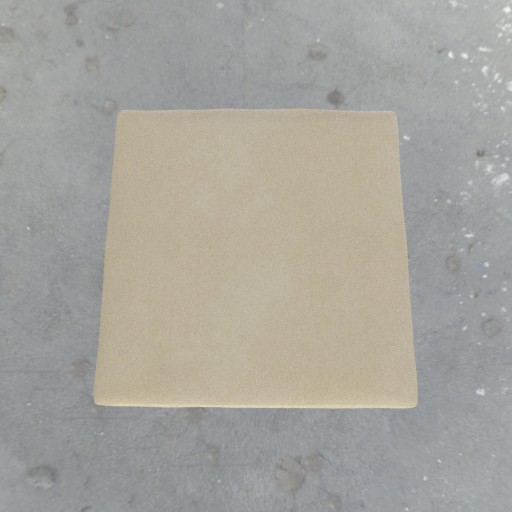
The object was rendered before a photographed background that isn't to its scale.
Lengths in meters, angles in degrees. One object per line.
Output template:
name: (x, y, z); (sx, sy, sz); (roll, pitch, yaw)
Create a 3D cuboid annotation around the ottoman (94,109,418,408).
ottoman: (0.000, 0.000, 1.870); (1.190, 0.522, 1.205); (0, 76, 0)
